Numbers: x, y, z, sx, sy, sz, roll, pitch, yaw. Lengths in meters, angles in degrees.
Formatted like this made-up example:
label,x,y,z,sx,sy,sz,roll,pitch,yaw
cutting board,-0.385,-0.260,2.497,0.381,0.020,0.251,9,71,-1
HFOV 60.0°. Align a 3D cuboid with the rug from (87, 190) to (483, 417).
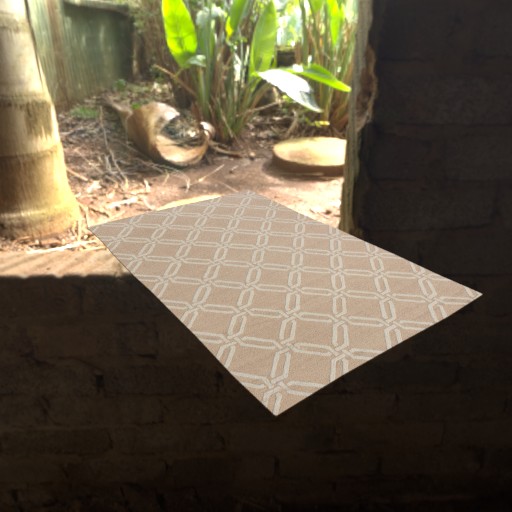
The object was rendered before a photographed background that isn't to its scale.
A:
label,x,y,z,sx,sy,sz,roll,pitch,yaw
rug,0.000,0.000,2.214,1.146,0.010,1.745,-18,32,-32
